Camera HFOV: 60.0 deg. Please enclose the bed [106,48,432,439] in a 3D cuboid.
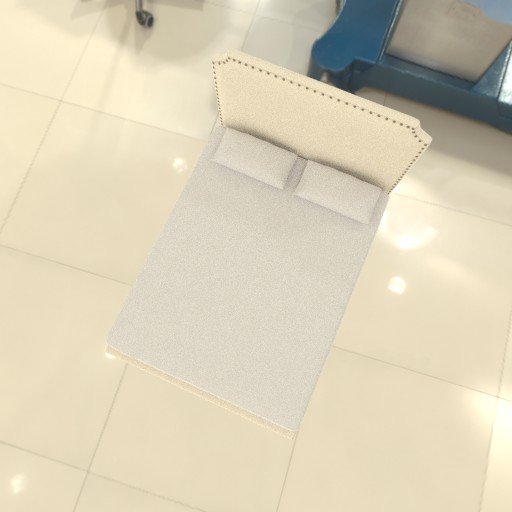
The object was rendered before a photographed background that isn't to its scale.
[{"bbox_3d":[0.000,0.000,3.540,1.712,1.497,2.372,23,77,6],"label":"bed"}]
